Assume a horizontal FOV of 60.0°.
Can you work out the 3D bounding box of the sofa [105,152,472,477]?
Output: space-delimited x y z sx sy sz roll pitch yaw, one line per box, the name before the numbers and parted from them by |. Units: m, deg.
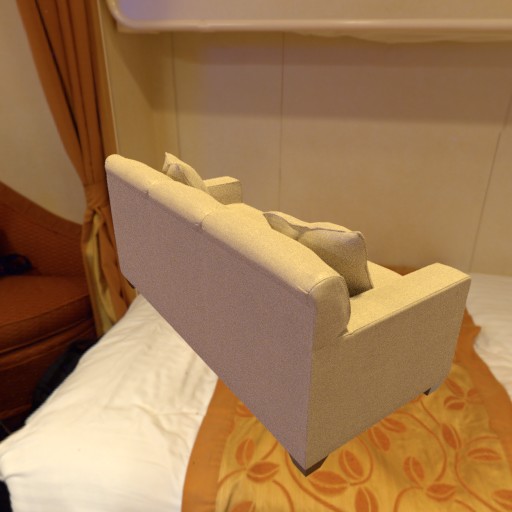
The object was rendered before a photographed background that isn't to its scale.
sofa | 0.000 0.000 2.513 0.997 0.958 2.024 -17 30 -31
